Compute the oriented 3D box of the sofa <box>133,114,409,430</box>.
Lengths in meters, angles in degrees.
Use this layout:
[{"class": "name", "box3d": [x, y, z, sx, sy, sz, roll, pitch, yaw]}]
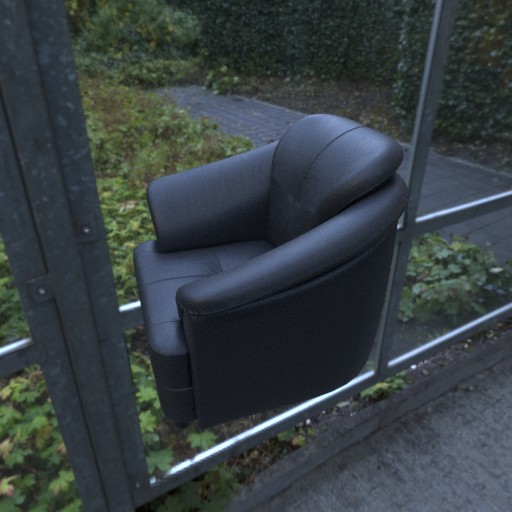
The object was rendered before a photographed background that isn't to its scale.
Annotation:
[{"class": "sofa", "box3d": [0.000, 0.000, 1.495, 0.794, 0.811, 0.870, -9, 31, -16]}]
